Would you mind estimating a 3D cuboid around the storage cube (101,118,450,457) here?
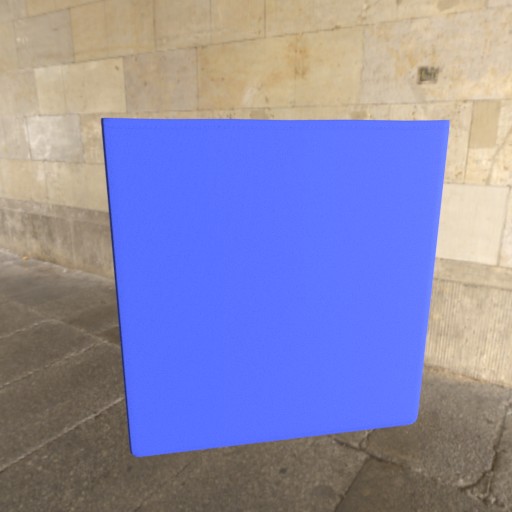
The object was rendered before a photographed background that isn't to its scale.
[{"bbox_3d":[0.000,0.000,0.489,0.270,0.280,0.270,-3,15,-10],"label":"storage cube"}]
